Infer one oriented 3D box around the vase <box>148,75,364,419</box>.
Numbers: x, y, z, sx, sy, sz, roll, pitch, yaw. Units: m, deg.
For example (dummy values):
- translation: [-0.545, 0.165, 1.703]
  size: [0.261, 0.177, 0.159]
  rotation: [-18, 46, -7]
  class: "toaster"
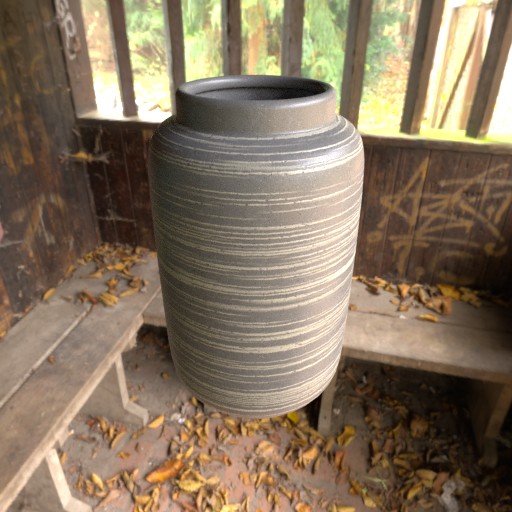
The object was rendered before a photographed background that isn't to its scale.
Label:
- translation: [0.000, 0.000, 0.687]
  size: [0.297, 0.499, 0.297]
  rotation: [0, 30, 0]
  class: "vase"
